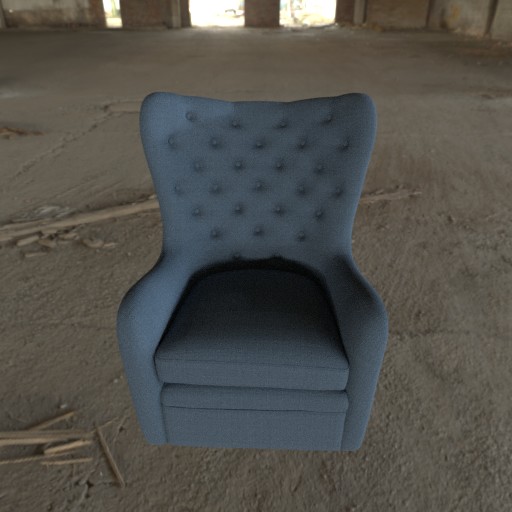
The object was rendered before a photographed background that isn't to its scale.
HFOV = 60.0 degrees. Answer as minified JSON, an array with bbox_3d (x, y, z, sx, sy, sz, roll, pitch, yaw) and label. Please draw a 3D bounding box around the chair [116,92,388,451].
[{"bbox_3d":[0.000,0.000,1.667,0.831,1.079,0.930,1,30,2],"label":"chair"}]
